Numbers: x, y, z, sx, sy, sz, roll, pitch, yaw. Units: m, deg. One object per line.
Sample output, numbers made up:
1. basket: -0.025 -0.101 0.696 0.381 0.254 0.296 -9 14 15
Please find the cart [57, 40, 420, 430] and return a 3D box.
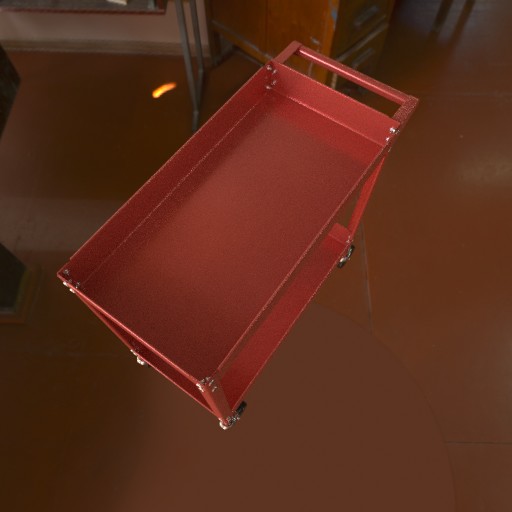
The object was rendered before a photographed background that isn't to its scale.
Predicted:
1. cart: 0.000 0.000 1.195 0.366 0.719 0.779 33 68 15
